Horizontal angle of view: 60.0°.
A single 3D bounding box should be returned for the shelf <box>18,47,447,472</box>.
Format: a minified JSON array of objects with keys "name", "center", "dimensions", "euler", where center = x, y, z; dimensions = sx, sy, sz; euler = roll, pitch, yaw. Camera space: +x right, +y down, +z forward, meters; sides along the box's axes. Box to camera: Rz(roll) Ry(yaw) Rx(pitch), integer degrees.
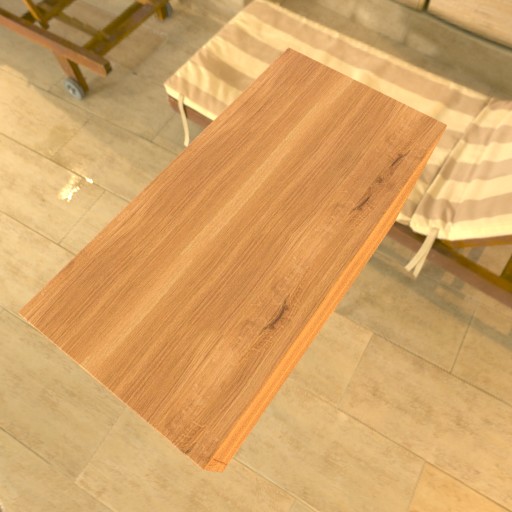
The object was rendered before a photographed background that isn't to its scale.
[{"name":"shelf","center":[0.000,0.000,1.007],"dimensions":[0.400,0.400,0.800],"euler":[33,68,15]}]
